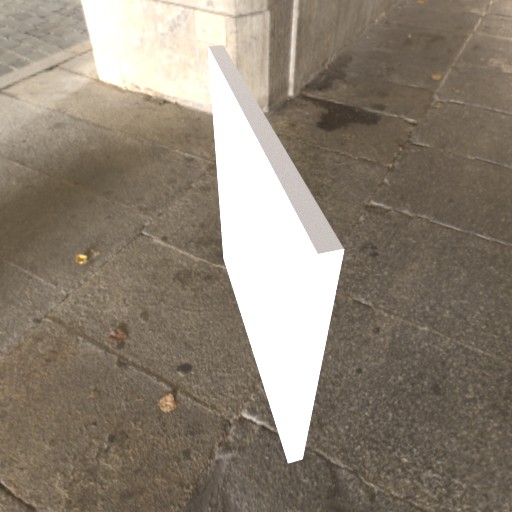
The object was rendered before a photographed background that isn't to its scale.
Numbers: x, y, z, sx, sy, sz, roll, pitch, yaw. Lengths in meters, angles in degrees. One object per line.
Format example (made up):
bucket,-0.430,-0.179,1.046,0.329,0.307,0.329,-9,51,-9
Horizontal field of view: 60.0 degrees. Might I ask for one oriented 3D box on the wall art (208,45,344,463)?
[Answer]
wall art,0.000,0.000,0.829,0.028,0.559,0.559,-11,47,-11
